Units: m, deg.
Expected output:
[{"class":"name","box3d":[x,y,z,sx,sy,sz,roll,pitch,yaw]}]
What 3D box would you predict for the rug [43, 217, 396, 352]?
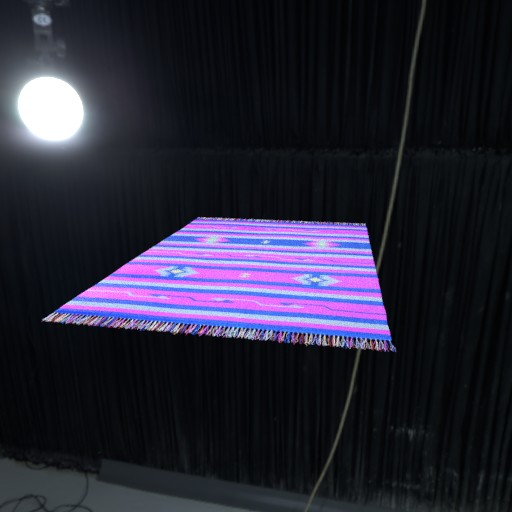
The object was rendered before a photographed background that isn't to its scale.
[{"class":"rug","box3d":[0.000,0.000,2.942,1.539,0.013,2.350,3,17,10]}]
